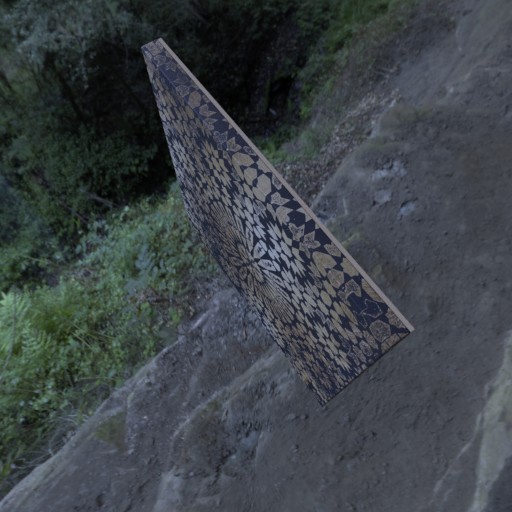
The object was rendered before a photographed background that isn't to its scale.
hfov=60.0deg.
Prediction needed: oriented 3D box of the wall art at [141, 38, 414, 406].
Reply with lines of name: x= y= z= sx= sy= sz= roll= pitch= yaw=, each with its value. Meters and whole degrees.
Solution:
wall art: x=0.000 y=0.000 z=0.908 sx=0.038 sy=0.612 sz=0.612 roll=-32 pitch=69 yaw=-14
